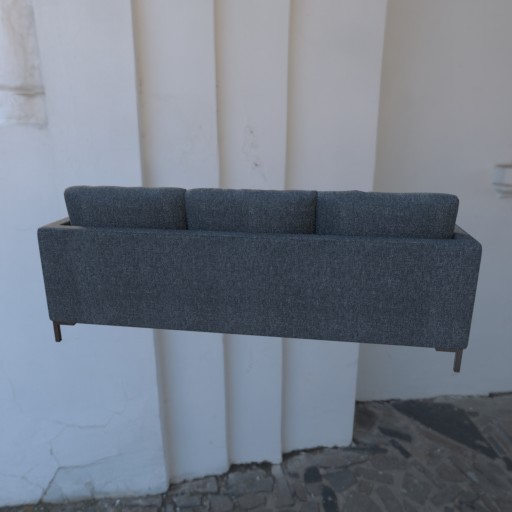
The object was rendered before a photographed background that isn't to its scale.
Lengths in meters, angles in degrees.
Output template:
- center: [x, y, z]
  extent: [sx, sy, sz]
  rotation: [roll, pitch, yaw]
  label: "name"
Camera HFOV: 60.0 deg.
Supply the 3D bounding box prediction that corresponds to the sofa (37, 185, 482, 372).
- center: [0.000, 0.000, 2.624]
  extent: [2.218, 0.874, 0.859]
  rotation: [2, 17, 8]
  label: "sofa"
